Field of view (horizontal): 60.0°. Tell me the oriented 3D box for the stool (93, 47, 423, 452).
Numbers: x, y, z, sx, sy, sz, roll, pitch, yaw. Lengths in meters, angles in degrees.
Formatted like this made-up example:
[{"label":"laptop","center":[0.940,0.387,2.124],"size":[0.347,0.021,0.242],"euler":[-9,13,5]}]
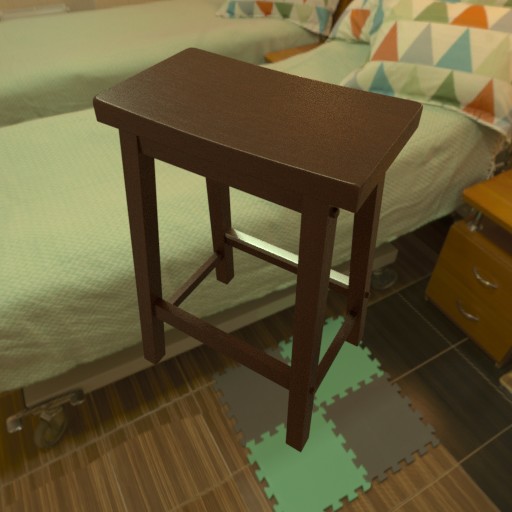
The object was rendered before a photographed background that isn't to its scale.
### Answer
[{"label":"stool","center":[0.000,0.000,0.830],"size":[0.406,0.610,0.322],"euler":[23,49,22]}]
